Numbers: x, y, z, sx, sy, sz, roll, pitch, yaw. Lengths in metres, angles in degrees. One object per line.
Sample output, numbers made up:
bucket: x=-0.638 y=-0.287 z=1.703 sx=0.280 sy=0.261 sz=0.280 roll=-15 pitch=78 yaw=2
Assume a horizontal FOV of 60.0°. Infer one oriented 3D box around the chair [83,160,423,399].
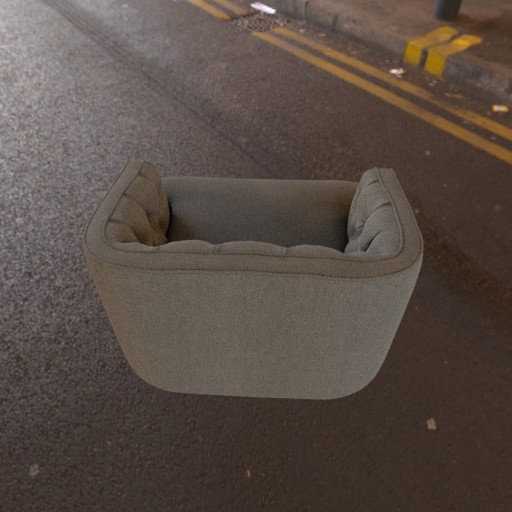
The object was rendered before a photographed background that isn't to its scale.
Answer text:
chair: x=0.000 y=0.000 z=1.803 sx=1.094 sy=0.852 sz=0.945 roll=2 pitch=47 yaw=2
